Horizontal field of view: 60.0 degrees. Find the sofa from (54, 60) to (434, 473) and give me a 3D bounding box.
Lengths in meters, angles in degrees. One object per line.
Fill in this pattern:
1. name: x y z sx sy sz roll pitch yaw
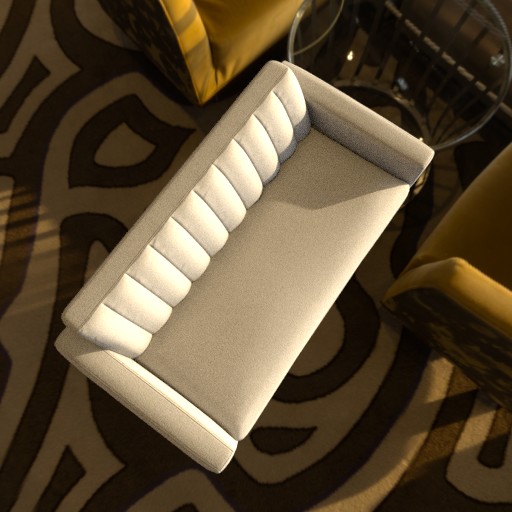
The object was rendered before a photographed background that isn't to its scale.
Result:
1. sofa: 0.000 0.000 2.369 0.969 0.814 1.895 35 78 8
